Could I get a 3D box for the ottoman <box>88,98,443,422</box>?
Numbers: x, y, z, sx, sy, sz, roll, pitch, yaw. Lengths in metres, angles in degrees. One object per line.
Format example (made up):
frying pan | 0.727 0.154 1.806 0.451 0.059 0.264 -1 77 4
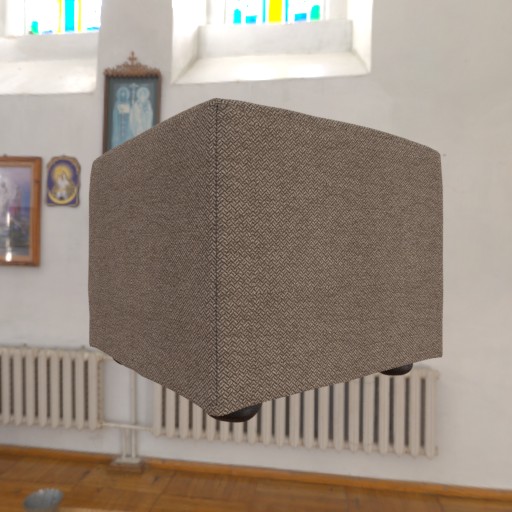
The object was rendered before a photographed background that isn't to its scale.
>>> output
ottoman | 0.000 0.000 0.880 0.512 0.453 0.519 -1 1 -37
